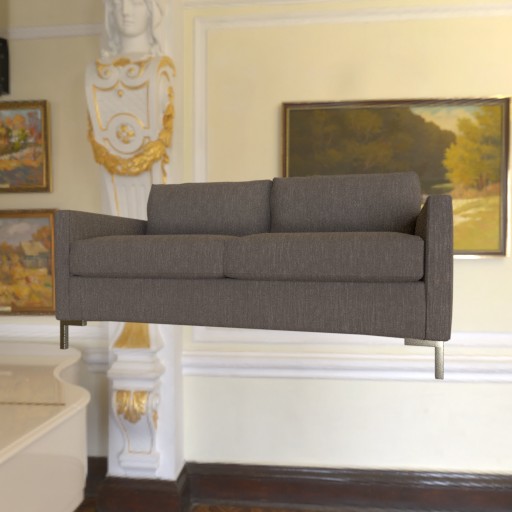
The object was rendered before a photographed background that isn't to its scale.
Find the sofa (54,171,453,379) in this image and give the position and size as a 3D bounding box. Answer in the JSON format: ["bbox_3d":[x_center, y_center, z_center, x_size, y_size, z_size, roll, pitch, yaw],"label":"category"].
[{"bbox_3d":[0.000,0.000,2.128,1.682,0.840,0.875,0,0,18],"label":"sofa"}]
